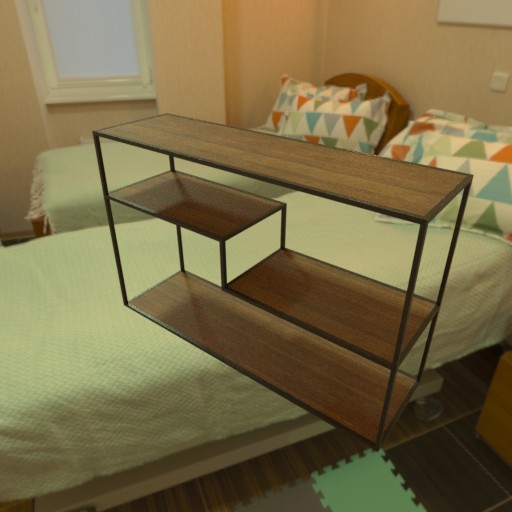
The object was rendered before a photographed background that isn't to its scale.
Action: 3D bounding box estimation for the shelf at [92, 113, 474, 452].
[{"bbox_3d":[0.000,0.000,1.571,1.201,0.765,0.361,21,36,32],"label":"shelf"}]
